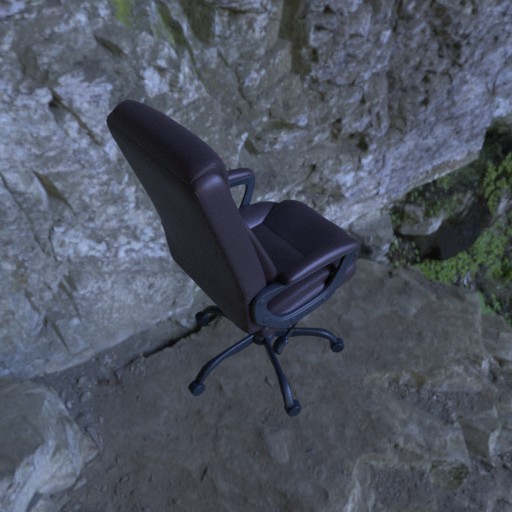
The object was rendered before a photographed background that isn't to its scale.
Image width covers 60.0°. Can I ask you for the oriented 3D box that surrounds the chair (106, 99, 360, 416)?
[{"bbox_3d":[0.000,0.000,1.474,0.655,1.072,0.615,-26,47,-27],"label":"chair"}]
